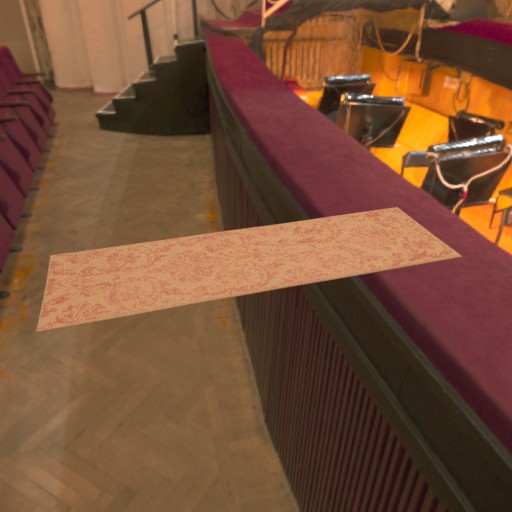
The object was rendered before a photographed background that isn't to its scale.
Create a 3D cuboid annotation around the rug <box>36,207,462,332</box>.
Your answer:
[{"bbox_3d":[0.000,0.000,2.466,2.196,0.011,0.662,-9,33,-14],"label":"rug"}]
